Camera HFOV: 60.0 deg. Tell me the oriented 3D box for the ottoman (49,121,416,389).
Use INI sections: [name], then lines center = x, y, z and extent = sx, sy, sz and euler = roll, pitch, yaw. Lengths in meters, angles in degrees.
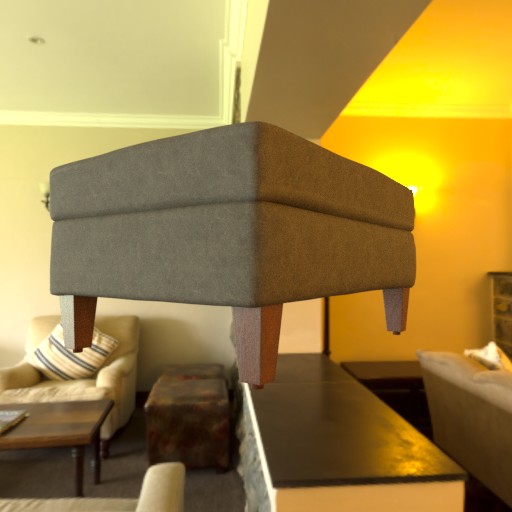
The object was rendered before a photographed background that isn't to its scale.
[ottoman]
center = 0.000, 0.000, 1.201
extent = 0.639, 0.464, 0.839
euler = -1, -2, 36
